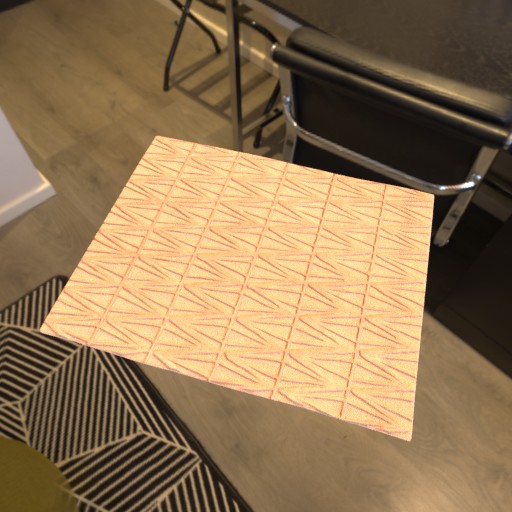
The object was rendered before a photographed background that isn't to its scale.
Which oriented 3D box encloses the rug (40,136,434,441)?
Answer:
[{"bbox_3d":[0.000,0.000,4.074,3.052,0.043,2.453,14,58,9],"label":"rug"}]
